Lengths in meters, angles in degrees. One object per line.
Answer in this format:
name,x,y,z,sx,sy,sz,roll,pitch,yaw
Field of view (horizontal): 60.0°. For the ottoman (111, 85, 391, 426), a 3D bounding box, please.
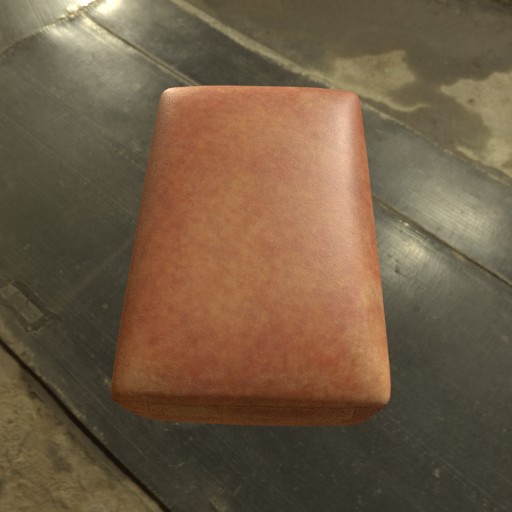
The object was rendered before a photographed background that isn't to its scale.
ottoman,0.000,0.000,1.186,0.565,0.507,0.852,1,63,1
